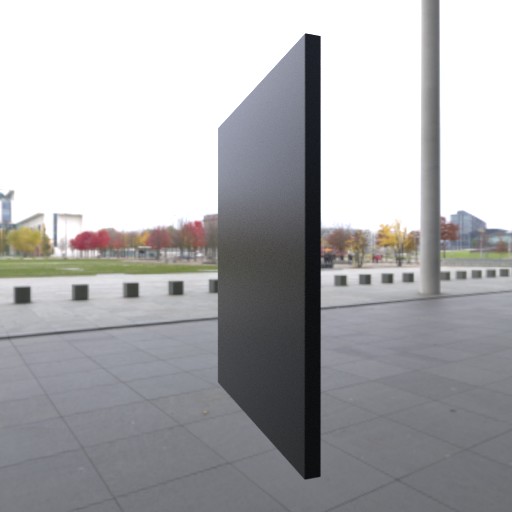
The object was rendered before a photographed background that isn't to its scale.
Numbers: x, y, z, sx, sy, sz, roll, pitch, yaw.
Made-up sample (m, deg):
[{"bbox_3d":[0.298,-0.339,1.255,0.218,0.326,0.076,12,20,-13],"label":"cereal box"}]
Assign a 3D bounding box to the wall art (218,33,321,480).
[{"bbox_3d":[0.000,0.000,1.638,0.053,1.194,0.950,0,0,-19],"label":"wall art"}]
